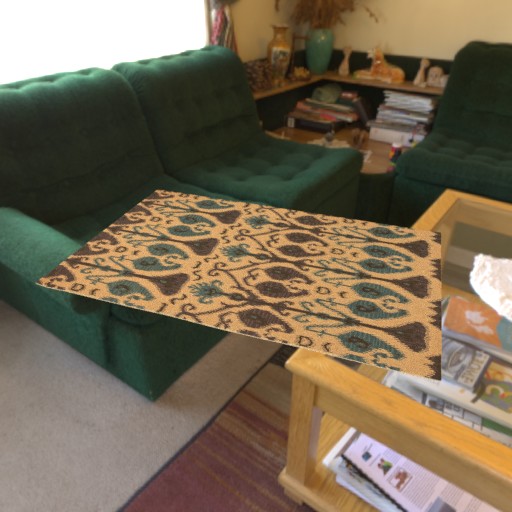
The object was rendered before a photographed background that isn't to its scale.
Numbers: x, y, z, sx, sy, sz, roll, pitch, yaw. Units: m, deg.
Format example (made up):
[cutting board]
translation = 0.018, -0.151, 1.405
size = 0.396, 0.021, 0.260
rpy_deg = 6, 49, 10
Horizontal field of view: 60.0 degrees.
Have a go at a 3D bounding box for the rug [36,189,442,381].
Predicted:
[rug]
translation = 0.000, 0.000, 2.147
size = 1.698, 0.013, 1.072
rpy_deg = 11, 34, 16
